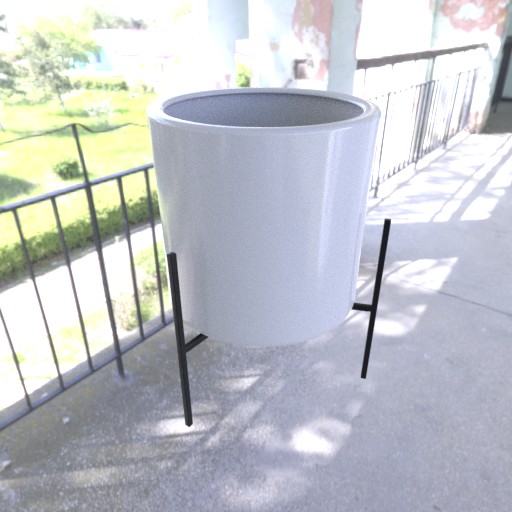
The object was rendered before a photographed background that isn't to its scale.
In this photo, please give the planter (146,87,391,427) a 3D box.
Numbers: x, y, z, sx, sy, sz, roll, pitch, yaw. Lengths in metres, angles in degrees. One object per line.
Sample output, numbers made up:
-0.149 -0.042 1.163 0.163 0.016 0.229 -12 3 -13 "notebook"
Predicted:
0.000 0.000 0.733 0.360 0.480 0.361 21 35 33 "planter"
